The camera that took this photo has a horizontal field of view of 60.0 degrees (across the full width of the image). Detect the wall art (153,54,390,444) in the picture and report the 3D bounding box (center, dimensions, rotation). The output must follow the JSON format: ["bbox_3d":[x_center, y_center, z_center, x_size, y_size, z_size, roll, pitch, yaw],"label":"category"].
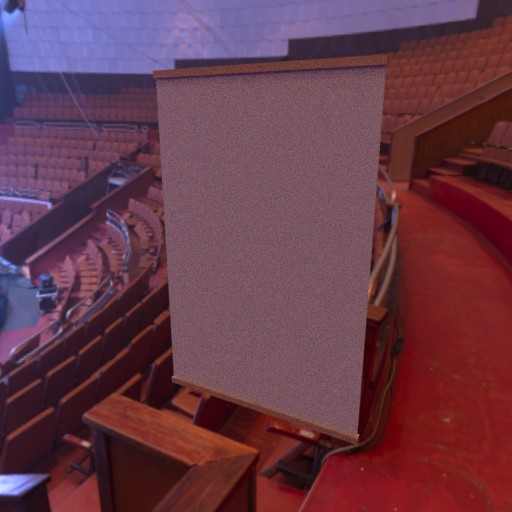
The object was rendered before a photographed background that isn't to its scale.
[{"bbox_3d":[0.000,0.000,1.899,0.990,1.519,0.030,9,19,27],"label":"wall art"}]
